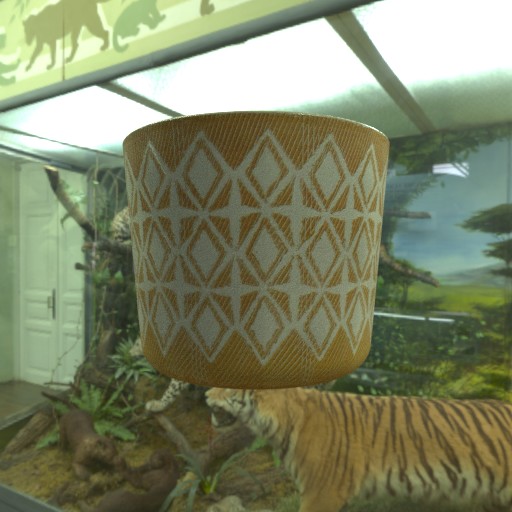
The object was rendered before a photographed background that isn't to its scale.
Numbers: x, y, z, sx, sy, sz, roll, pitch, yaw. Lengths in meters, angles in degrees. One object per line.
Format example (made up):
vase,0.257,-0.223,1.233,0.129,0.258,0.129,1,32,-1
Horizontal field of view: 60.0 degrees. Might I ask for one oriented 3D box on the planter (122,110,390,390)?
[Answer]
planter,0.000,0.000,0.220,0.126,0.104,0.126,0,0,0
